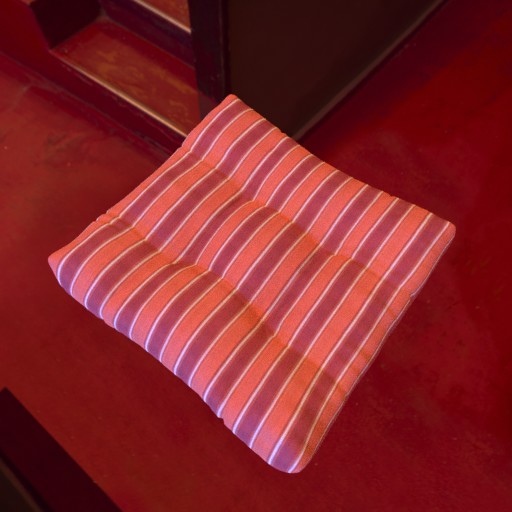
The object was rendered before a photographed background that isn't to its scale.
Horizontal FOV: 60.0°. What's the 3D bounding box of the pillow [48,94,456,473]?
[{"bbox_3d":[0.000,0.000,0.729,0.490,0.133,0.468,35,69,16],"label":"pillow"}]
